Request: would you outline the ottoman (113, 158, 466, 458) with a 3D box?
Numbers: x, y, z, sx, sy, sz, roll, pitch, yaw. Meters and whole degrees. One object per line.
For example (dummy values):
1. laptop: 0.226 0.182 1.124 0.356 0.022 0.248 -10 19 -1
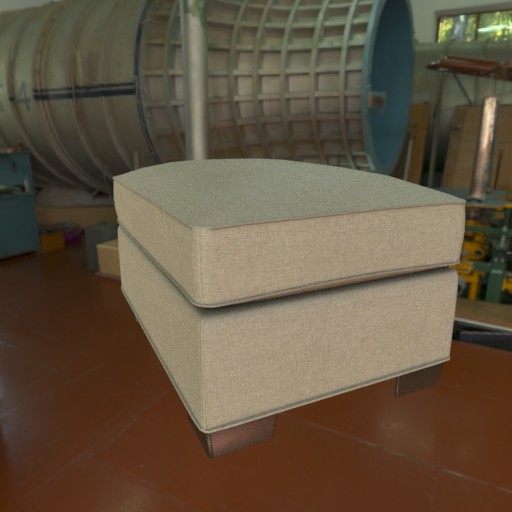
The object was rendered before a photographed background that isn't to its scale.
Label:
1. ottoman: 0.000 0.000 1.216 0.619 0.504 0.843 -8 18 -25
